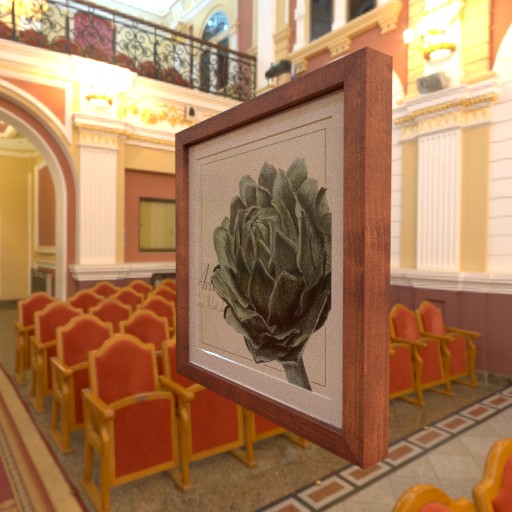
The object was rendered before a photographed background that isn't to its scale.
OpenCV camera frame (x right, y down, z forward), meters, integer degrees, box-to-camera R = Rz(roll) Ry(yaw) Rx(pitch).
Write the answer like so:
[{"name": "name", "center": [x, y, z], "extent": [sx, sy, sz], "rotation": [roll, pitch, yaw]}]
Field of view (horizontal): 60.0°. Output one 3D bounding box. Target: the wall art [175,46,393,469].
[{"name": "wall art", "center": [0.000, 0.000, 0.570], "extent": [0.038, 0.385, 0.386], "rotation": [-1, 2, -36]}]
